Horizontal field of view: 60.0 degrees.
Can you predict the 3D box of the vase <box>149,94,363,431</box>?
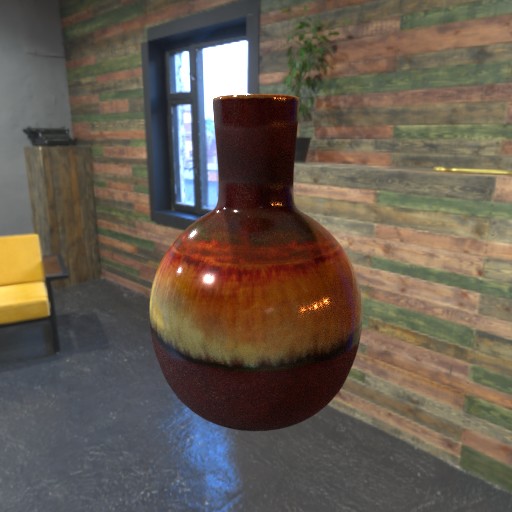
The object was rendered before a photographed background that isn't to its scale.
[{"bbox_3d":[0.000,0.000,0.229,0.111,0.154,0.111,0,15,0],"label":"vase"}]
